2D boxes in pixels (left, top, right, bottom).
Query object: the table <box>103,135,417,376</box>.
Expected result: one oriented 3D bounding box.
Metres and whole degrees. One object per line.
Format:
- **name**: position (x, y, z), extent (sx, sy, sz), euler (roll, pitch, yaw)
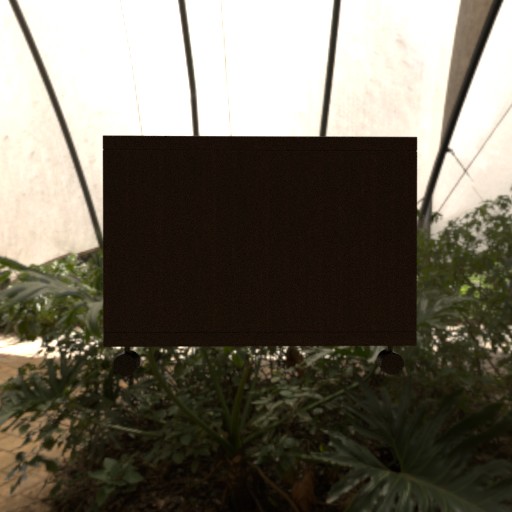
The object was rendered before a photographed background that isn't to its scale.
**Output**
- **table**: position (0.000, 0.000, 1.356), extent (0.590, 0.460, 1.050), euler (0, 1, -1)
